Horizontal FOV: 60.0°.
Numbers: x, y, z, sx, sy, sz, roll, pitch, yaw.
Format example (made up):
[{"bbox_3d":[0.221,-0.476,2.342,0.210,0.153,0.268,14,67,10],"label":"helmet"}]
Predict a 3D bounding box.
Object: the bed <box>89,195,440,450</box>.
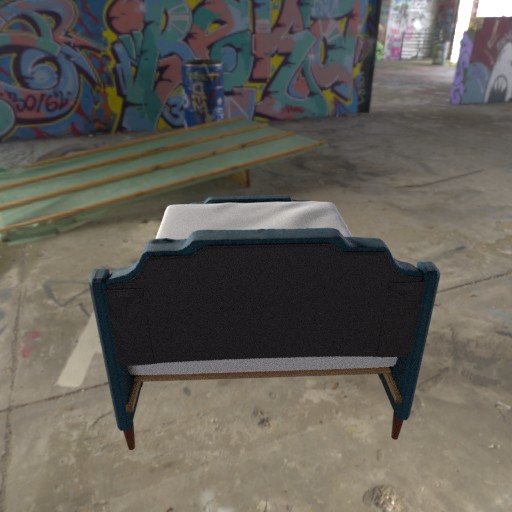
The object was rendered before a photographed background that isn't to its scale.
[{"bbox_3d":[0.000,0.000,3.327,1.676,1.351,2.322,-1,27,-2],"label":"bed"}]
